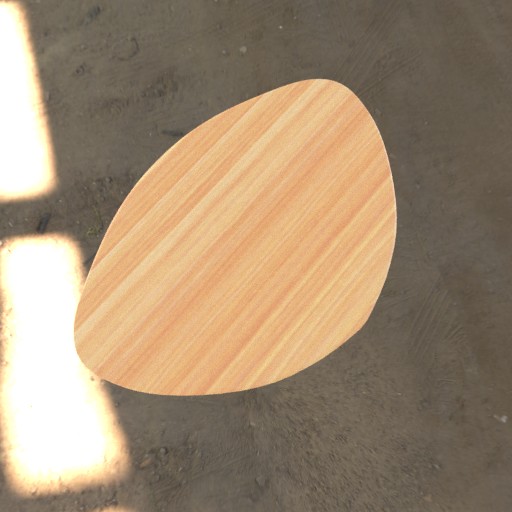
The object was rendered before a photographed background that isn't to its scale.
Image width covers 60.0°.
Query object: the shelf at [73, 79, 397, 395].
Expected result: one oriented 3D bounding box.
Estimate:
[{"bbox_3d":[0.000,0.000,1.606,0.845,0.440,1.246,39,78,10],"label":"shelf"}]
